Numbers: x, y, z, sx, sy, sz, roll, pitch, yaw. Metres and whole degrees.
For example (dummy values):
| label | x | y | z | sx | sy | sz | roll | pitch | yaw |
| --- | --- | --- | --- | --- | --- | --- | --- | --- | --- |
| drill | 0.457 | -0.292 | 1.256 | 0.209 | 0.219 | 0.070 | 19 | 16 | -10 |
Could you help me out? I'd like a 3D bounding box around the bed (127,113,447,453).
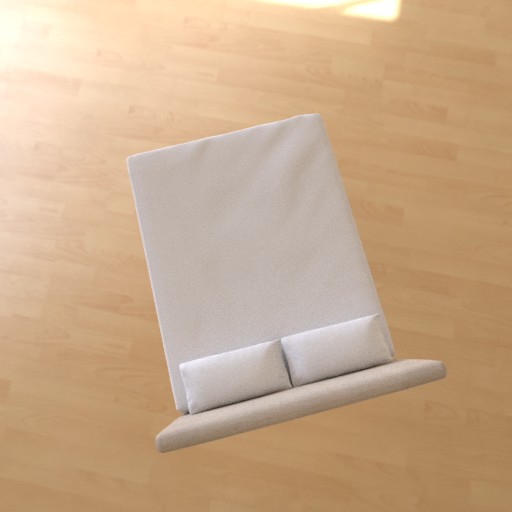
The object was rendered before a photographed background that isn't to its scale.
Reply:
| label | x | y | z | sx | sy | sz | roll | pitch | yaw |
| --- | --- | --- | --- | --- | --- | --- | --- | --- | --- |
| bed | 0.000 | 0.000 | 3.254 | 1.713 | 1.330 | 2.162 | -14 | 78 | -3 |
